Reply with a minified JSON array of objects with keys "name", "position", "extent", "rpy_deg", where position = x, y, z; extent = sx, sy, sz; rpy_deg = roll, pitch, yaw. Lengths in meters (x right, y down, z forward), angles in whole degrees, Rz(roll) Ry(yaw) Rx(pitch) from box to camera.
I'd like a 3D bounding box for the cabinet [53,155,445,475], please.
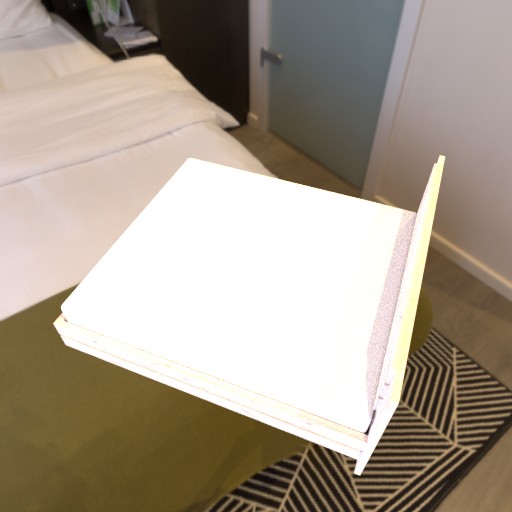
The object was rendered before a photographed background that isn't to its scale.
[{"name":"cabinet","position":[0.000,0.000,3.100],"extent":[2.080,0.970,1.950],"rpy_deg":[16,49,15]}]
